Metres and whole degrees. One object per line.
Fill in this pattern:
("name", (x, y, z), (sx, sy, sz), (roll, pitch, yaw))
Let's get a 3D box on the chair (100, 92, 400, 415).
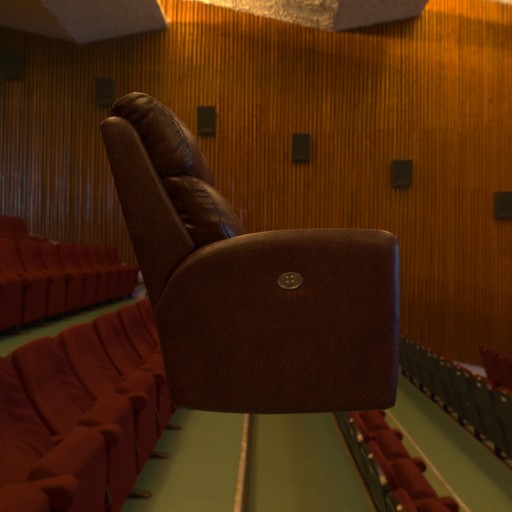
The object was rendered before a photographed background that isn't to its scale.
("chair", (0.000, 0.000, 1.672), (0.939, 1.016, 0.787), (0, 0, 0))
